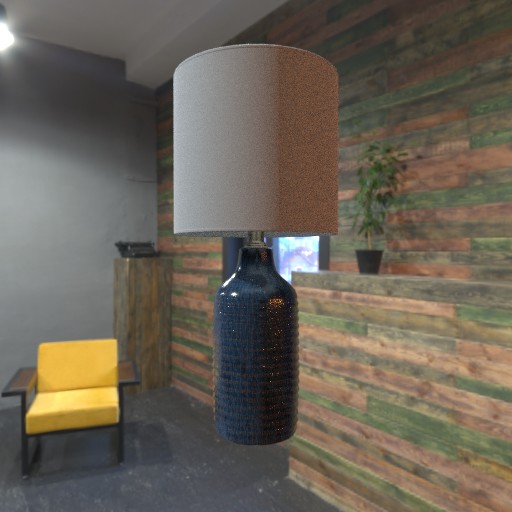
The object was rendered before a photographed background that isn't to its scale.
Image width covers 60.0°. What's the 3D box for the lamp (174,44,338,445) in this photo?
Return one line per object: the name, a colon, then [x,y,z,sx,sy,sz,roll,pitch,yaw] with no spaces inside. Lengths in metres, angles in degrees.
lamp: [0.000,0.000,0.606,0.220,0.475,0.220,0,1,-36]
